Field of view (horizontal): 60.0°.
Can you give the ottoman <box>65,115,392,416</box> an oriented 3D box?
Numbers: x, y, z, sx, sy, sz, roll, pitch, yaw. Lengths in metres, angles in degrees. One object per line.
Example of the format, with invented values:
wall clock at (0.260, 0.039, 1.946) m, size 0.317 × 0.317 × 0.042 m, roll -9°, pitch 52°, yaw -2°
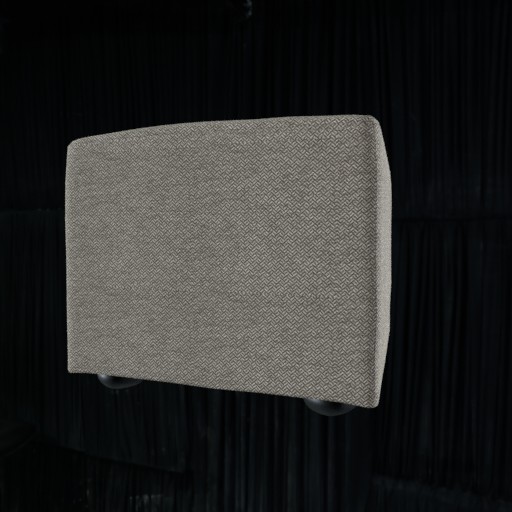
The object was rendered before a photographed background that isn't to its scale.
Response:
ottoman at (0.000, 0.000, 0.895) m, size 0.512 × 0.453 × 0.519 m, roll 1°, pitch 2°, yaw 18°
